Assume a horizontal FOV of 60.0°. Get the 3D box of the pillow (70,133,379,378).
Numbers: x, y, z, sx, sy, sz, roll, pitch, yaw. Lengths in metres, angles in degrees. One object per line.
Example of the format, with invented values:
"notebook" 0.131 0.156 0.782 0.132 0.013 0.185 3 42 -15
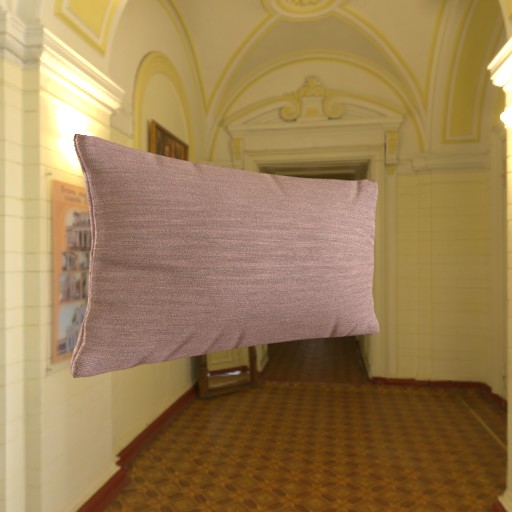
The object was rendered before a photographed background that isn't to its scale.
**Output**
"pillow" 0.000 0.000 0.795 0.633 0.338 0.210 0 0 -35
